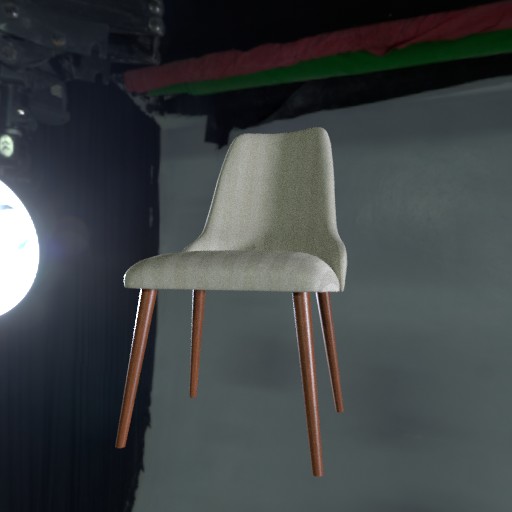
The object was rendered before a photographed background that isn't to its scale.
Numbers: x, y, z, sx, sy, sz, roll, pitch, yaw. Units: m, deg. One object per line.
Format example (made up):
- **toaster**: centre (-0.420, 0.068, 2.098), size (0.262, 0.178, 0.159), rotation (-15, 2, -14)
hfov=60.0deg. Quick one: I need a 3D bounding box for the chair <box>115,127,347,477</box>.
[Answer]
- **chair**: centre (0.000, 0.000, 1.313), size (0.526, 0.917, 0.684), rotation (0, -1, 17)
